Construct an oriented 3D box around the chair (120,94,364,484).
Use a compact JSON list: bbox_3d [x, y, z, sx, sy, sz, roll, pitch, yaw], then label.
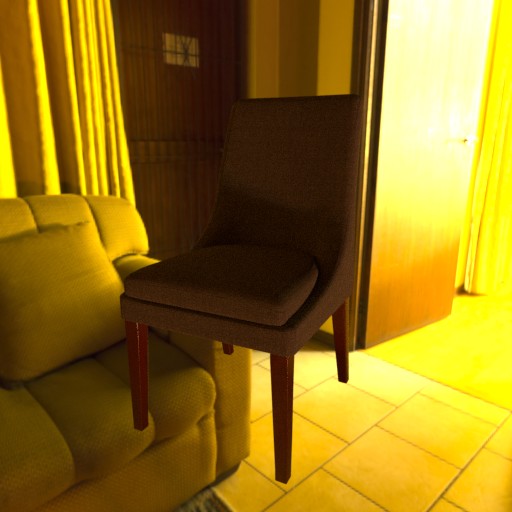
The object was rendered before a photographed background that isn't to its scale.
[{"bbox_3d":[0.000,0.000,1.335,0.508,0.952,0.655,7,17,26],"label":"chair"}]
